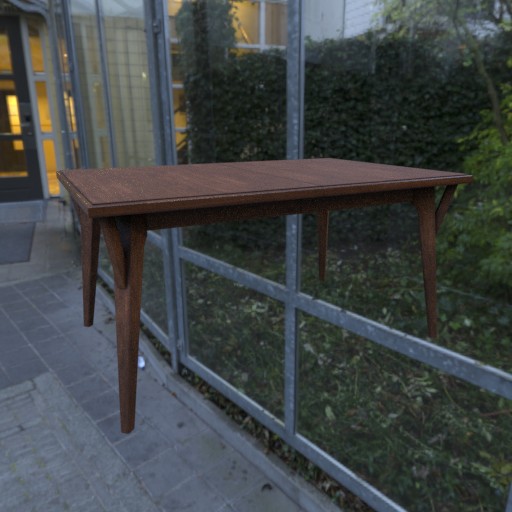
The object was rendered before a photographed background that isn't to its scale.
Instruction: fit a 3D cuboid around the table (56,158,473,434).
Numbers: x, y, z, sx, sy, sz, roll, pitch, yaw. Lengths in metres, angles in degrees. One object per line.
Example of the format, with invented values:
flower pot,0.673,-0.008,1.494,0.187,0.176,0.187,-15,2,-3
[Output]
table,0.000,0.000,2.035,1.524,0.761,0.990,-9,19,-26
